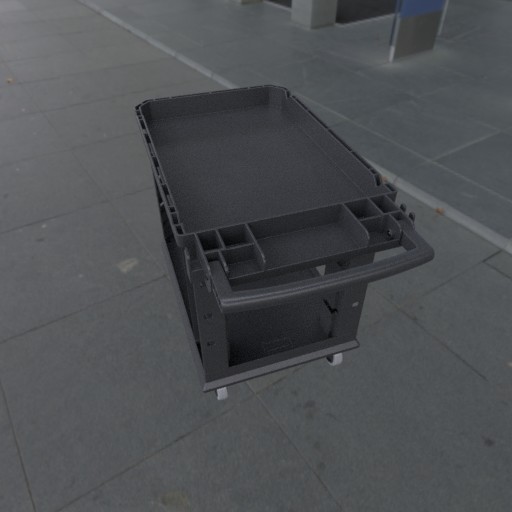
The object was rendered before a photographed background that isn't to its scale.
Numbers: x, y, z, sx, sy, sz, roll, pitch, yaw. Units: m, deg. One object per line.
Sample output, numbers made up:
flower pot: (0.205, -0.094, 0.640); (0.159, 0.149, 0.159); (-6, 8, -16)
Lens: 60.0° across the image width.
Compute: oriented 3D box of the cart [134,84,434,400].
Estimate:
cart: (0.000, 0.000, 1.779); (0.674, 0.884, 1.239); (-13, 42, -14)
